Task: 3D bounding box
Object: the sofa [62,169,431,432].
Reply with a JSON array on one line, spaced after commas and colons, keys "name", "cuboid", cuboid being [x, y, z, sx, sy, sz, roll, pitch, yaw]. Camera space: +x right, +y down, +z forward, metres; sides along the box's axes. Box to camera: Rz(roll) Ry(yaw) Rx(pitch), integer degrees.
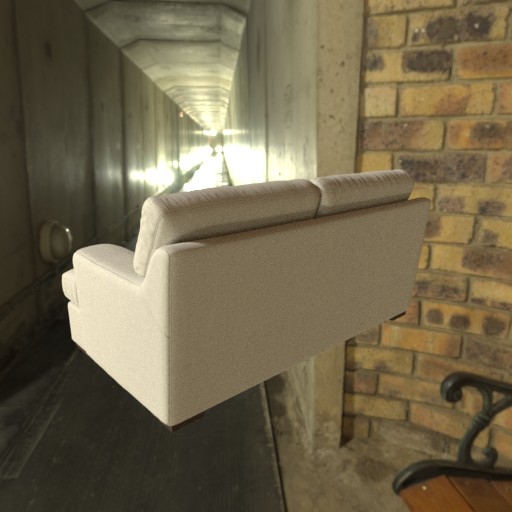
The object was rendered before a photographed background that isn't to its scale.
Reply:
[{"name": "sofa", "cuboid": [0.000, 0.000, 2.528, 1.880, 0.940, 1.143, -14, 21, -40]}]
